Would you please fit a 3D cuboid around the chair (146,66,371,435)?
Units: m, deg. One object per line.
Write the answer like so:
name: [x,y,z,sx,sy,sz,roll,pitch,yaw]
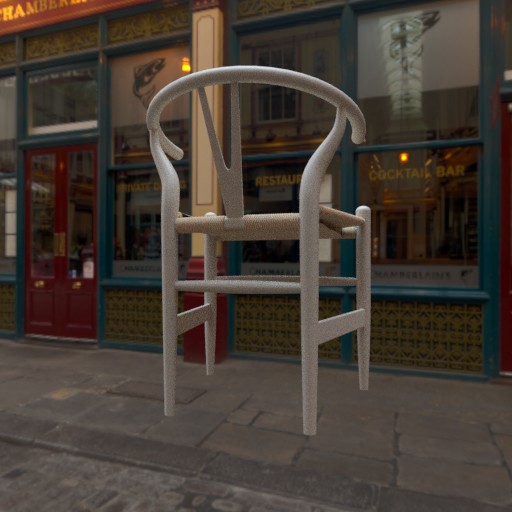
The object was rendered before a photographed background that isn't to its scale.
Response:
chair: [0.000,0.000,1.096,0.533,0.736,0.500,0,-1,20]
